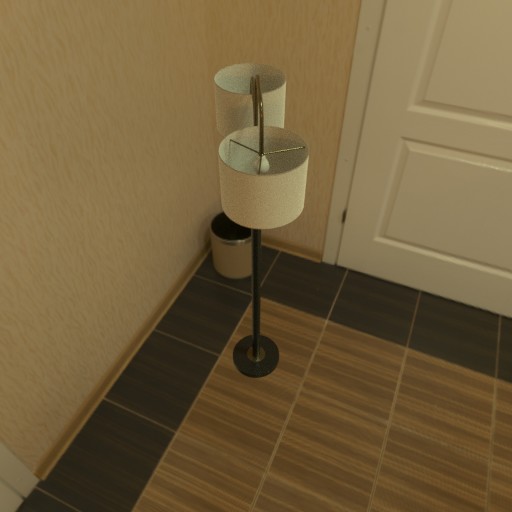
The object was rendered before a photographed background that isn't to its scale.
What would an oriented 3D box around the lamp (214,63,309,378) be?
[{"bbox_3d":[0.000,0.000,1.865,0.254,1.587,0.711,-4,46,-4],"label":"lamp"}]
